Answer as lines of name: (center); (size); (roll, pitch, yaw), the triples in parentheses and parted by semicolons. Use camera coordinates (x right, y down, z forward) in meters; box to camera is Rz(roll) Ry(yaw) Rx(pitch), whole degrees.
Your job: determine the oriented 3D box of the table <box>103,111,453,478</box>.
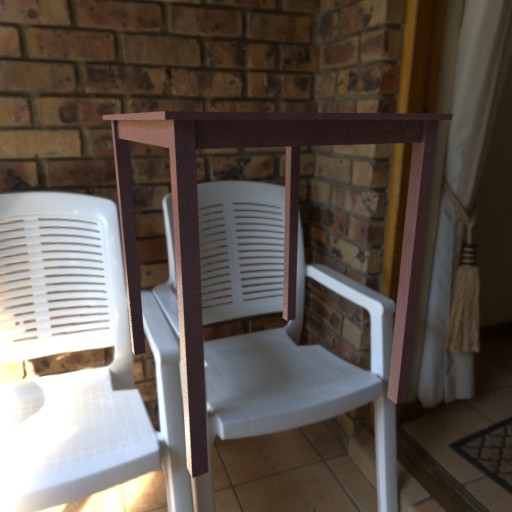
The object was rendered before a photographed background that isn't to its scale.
table: (0.000, 0.000, 1.630); (0.861, 0.991, 0.861); (-8, 19, -25)
